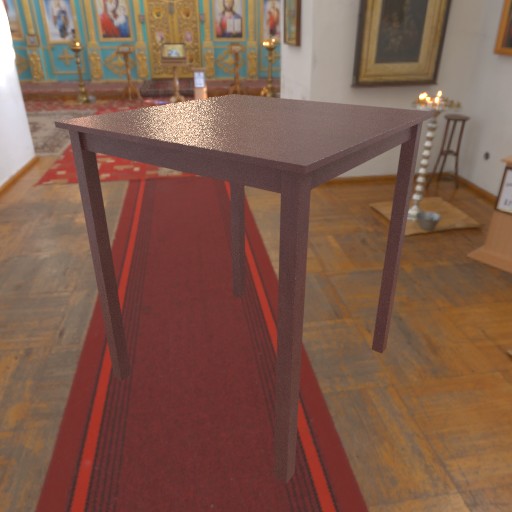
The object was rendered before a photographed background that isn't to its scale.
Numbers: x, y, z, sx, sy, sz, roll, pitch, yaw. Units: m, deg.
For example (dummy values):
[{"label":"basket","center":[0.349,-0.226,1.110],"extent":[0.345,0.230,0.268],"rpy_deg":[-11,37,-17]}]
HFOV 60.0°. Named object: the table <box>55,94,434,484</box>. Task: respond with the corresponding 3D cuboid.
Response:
[{"label":"table","center":[0.000,0.000,1.628],"extent":[0.861,0.991,0.861],"rpy_deg":[18,31,32]}]
